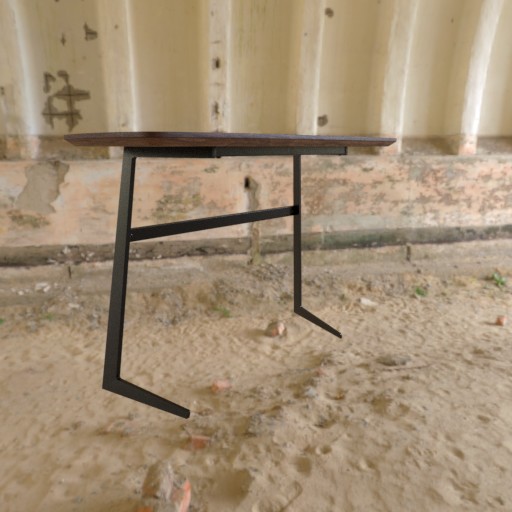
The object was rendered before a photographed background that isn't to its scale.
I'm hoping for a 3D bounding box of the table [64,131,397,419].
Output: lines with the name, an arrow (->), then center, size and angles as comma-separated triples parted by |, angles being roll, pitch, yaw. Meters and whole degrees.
table -> 0.000, 0.000, 1.109 | 0.361, 0.576, 0.804 | 13, 19, 43
